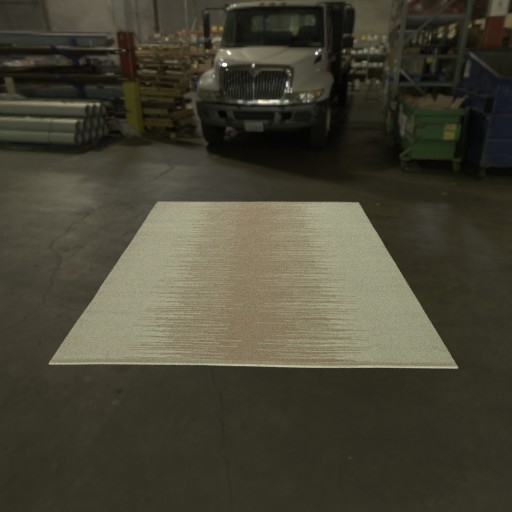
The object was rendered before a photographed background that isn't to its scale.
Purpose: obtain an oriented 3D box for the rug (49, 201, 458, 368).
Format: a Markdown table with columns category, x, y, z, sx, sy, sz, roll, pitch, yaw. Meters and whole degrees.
| category | x | y | z | sx | sy | sz | roll | pitch | yaw |
| --- | --- | --- | --- | --- | --- | --- | --- | --- | --- |
| rug | 0.000 | 0.000 | 4.008 | 2.438 | 0.013 | 3.048 | 0 | 26 | 1 |
